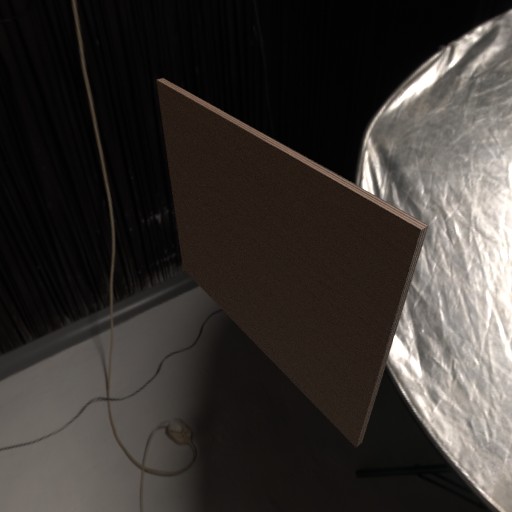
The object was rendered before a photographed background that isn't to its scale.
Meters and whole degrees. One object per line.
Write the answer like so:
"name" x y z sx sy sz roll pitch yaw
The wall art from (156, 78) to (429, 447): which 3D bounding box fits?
"wall art" 0.000 0.000 0.691 0.013 0.406 0.508 -26 47 -28
